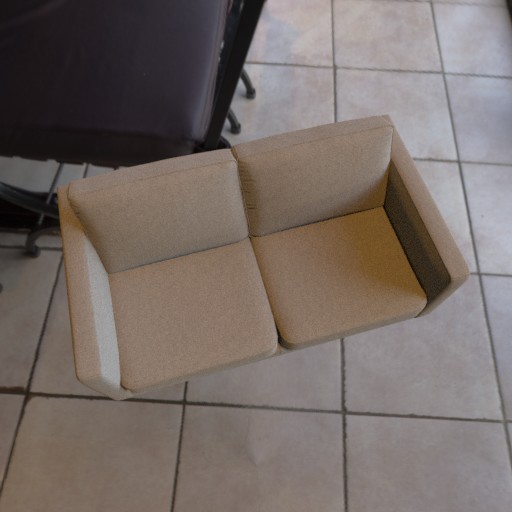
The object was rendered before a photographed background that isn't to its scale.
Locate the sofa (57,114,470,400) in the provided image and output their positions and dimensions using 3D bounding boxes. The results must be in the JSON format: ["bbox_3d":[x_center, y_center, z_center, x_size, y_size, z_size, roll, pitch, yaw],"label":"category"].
[{"bbox_3d":[0.000,0.000,2.271,1.731,0.900,1.000,-14,65,-7],"label":"sofa"}]
